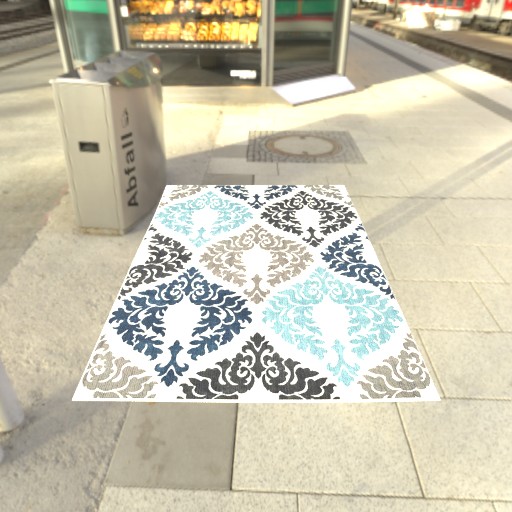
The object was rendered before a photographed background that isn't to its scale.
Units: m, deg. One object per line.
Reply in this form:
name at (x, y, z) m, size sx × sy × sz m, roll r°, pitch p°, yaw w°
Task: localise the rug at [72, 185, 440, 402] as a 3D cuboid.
rug at (0.000, 0.000, 2.777) m, size 1.514 × 0.014 × 2.275 m, roll 0°, pitch 31°, yaw 0°
